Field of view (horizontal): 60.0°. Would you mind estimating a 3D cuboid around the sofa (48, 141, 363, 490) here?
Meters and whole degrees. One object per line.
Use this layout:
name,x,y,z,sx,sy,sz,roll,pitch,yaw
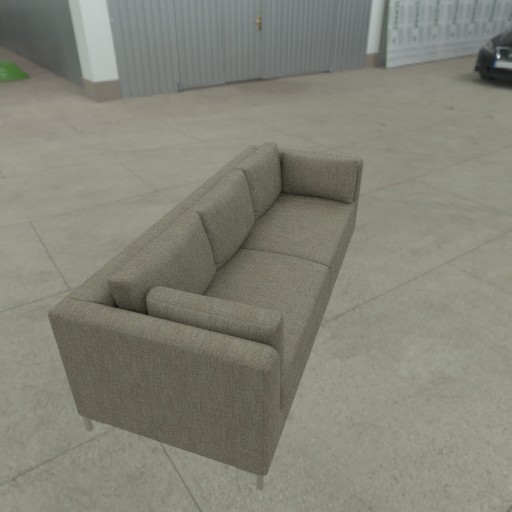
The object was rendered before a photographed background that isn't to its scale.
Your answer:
sofa,0.000,0.000,2.810,0.969,0.867,2.415,10,33,17
